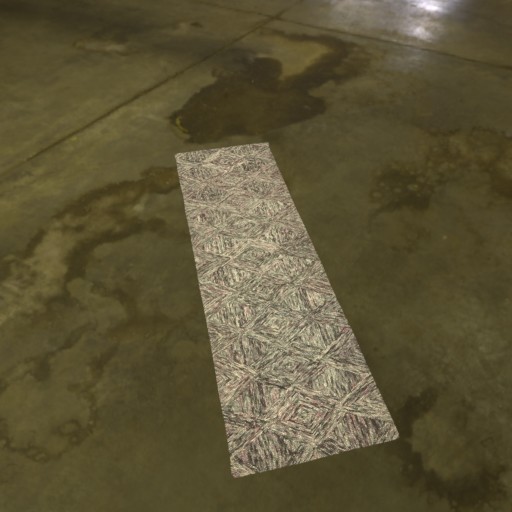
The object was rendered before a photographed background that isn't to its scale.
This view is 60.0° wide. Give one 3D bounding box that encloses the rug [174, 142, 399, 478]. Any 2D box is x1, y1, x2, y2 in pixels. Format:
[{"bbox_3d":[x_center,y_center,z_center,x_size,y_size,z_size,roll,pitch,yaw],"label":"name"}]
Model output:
[{"bbox_3d":[0.000,0.000,2.552,0.719,0.013,2.305,-9,47,-9],"label":"rug"}]
